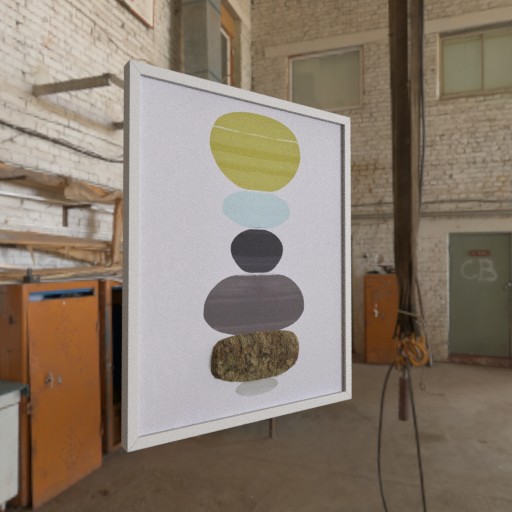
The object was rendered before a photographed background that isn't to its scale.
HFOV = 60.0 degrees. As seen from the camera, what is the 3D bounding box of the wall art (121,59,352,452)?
[{"bbox_3d":[0.000,0.000,1.041,0.611,0.763,0.055,1,-1,-34],"label":"wall art"}]
